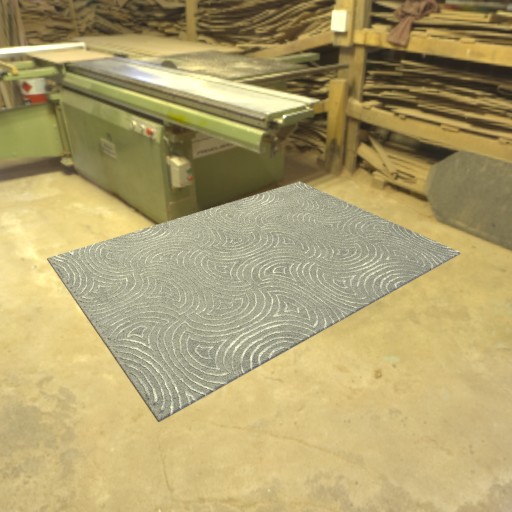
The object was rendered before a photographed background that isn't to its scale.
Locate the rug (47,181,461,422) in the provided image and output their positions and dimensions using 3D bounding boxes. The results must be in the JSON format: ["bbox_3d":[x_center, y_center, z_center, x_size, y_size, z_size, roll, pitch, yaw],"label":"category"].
[{"bbox_3d":[0.000,0.000,2.827,2.144,0.015,1.543,-22,37,-31],"label":"rug"}]
